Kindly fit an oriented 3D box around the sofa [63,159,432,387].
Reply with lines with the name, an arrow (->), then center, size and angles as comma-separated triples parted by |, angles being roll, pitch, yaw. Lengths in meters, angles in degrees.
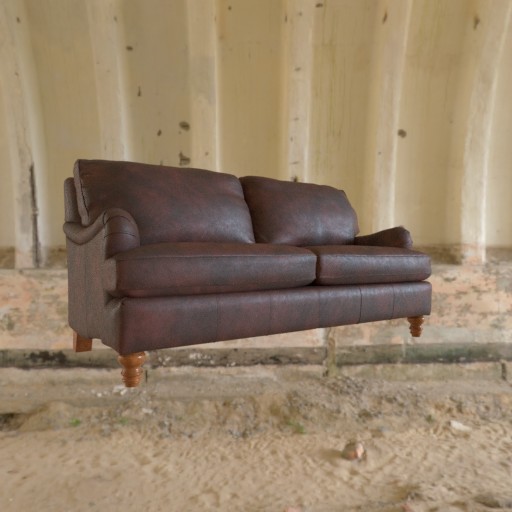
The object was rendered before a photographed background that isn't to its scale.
sofa -> 0.000, 0.000, 2.778 | 2.144, 1.071, 1.147 | 0, 0, -36
